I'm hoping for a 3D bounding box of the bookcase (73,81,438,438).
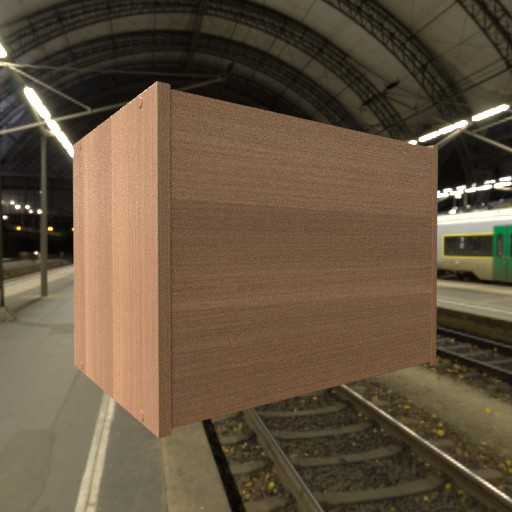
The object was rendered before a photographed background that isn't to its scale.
[{"bbox_3d":[0.000,0.000,0.617,0.415,0.305,0.290,-1,1,-36],"label":"bookcase"}]
